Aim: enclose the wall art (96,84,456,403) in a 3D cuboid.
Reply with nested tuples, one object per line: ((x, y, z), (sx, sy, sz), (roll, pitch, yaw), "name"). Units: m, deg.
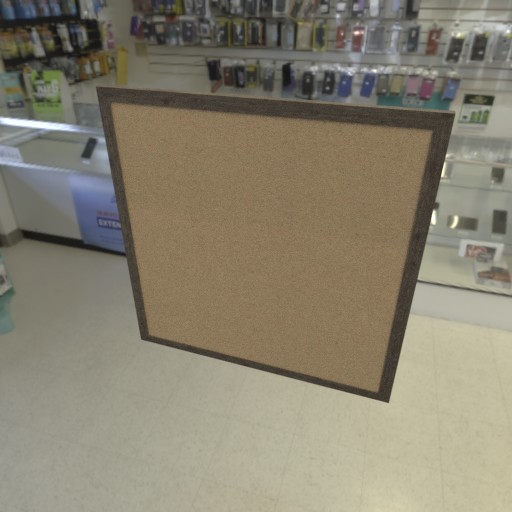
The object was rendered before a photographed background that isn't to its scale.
((0.000, 0.000, 0.663), (0.457, 0.457, 0.013), (10, 33, 16), "wall art")
